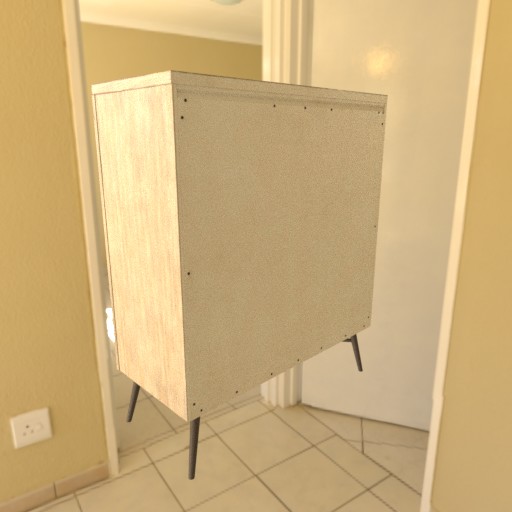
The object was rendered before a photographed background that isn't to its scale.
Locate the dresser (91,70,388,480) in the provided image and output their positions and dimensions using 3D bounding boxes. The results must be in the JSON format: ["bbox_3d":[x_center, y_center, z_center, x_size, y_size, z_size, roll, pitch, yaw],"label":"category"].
[{"bbox_3d":[0.000,0.000,1.736,1.016,1.219,0.457,-14,21,-42],"label":"dresser"}]
